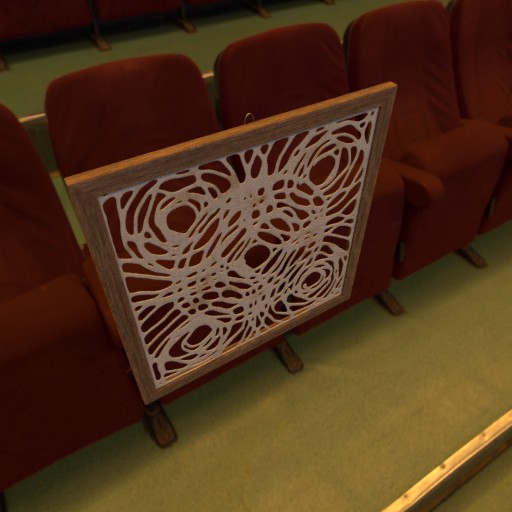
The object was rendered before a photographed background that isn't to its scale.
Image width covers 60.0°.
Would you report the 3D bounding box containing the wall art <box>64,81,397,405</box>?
[{"bbox_3d":[0.000,0.000,0.849,0.561,0.576,0.021,-23,49,-22],"label":"wall art"}]
